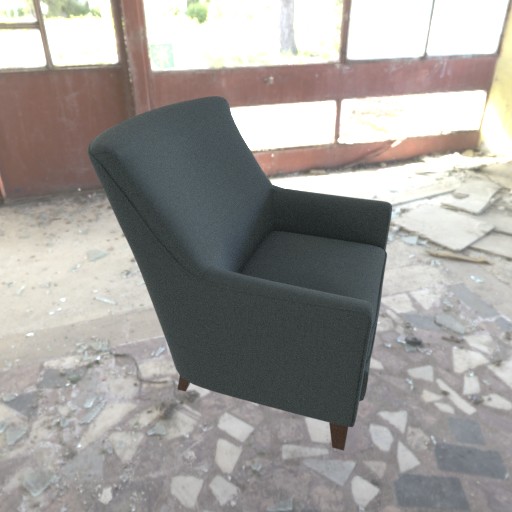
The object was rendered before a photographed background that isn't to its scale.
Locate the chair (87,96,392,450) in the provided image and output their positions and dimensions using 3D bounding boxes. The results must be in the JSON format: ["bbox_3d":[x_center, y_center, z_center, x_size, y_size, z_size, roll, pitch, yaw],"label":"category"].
[{"bbox_3d":[0.000,0.000,1.550,0.879,0.916,0.756,10,32,16],"label":"chair"}]
